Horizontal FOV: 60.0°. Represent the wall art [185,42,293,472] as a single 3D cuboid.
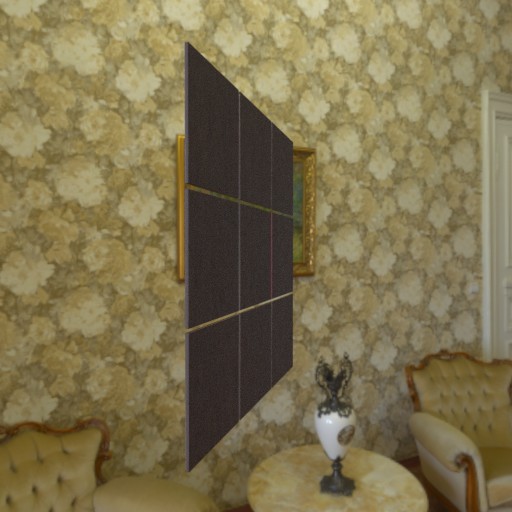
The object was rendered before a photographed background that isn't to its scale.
[{"bbox_3d":[0.000,0.000,2.292,0.014,1.525,1.527,0,1,19],"label":"wall art"}]
